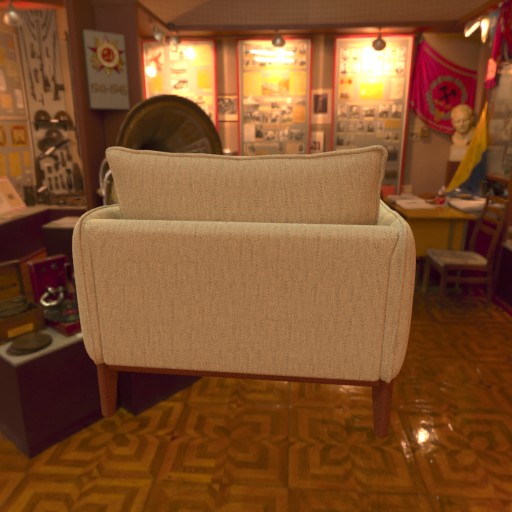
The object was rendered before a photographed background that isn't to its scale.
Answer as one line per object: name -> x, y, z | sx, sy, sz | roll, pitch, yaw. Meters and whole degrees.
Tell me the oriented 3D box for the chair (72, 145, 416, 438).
chair -> 0.000, 0.000, 1.697 | 0.994, 0.855, 0.991 | 2, 16, 6
